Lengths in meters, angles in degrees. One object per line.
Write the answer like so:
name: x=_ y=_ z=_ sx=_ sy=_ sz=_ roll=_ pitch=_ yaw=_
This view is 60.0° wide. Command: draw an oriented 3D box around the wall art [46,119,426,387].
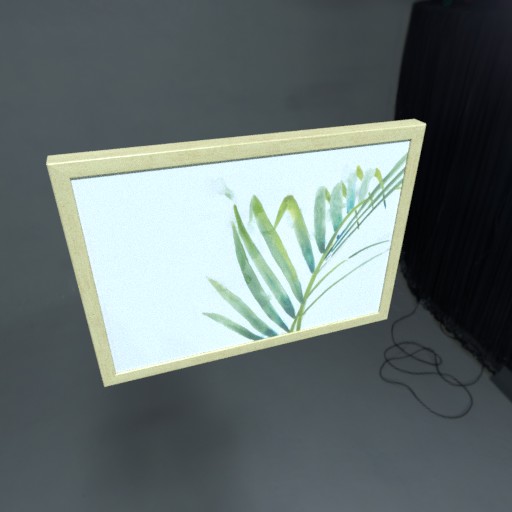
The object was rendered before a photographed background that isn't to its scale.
wall art: x=0.000 y=0.000 z=0.709 sx=0.533 sy=0.381 sz=0.032 roll=-10 pitch=33 yaw=-16
